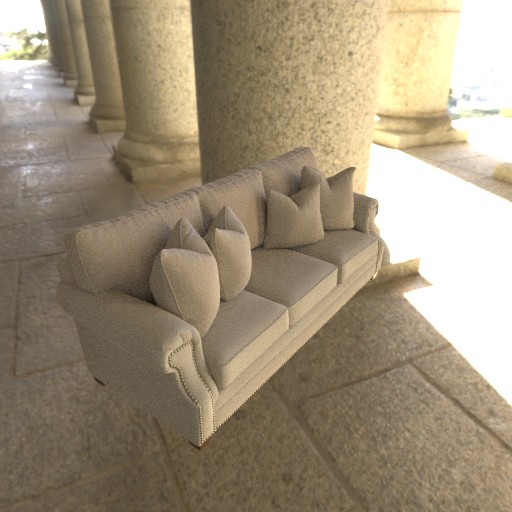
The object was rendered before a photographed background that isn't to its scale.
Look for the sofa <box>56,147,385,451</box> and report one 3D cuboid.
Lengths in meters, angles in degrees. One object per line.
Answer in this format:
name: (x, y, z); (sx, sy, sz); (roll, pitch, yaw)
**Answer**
sofa: (0.000, 0.000, 2.887); (0.965, 0.975, 2.312); (19, 32, 32)
